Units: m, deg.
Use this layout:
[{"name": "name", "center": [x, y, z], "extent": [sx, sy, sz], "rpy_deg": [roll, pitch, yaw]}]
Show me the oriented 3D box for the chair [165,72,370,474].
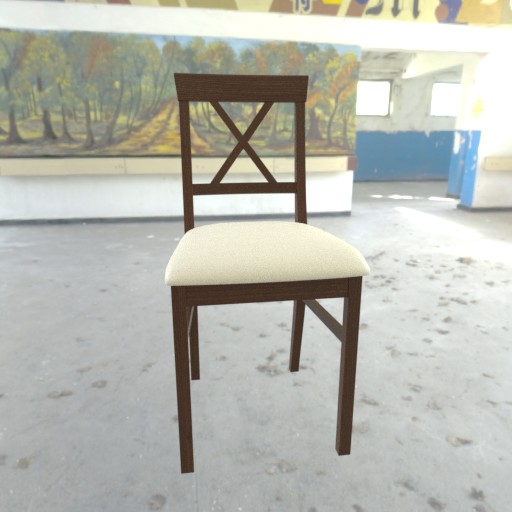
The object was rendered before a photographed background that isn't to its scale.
[{"name": "chair", "center": [0.000, 0.000, 1.132], "extent": [0.440, 0.913, 0.480], "rpy_deg": [-2, 16, -9]}]
